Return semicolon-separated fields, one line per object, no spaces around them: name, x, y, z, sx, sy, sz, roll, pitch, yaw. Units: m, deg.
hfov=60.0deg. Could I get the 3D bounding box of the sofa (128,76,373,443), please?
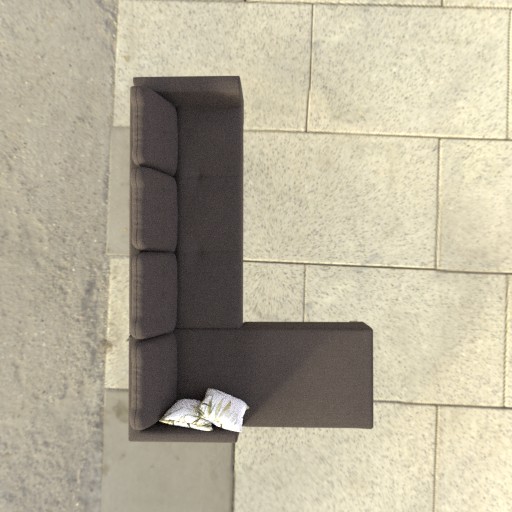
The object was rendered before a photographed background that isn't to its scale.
sofa;0.000;0.000;3.474;1.829;0.932;2.679;0;89;2
